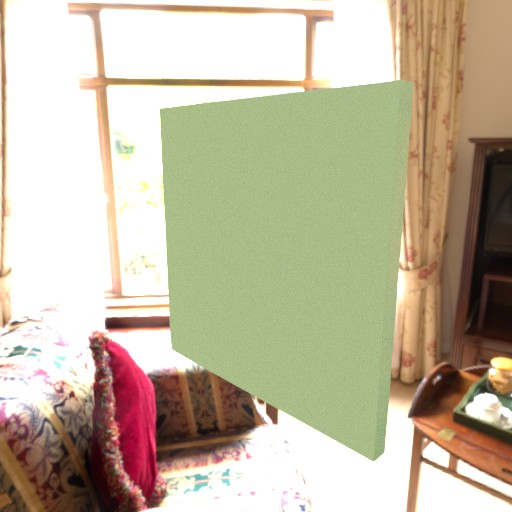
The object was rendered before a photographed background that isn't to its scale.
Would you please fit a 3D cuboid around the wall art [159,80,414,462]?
[{"bbox_3d":[0.000,0.000,0.894,0.036,0.603,0.603,-13,19,-43],"label":"wall art"}]
